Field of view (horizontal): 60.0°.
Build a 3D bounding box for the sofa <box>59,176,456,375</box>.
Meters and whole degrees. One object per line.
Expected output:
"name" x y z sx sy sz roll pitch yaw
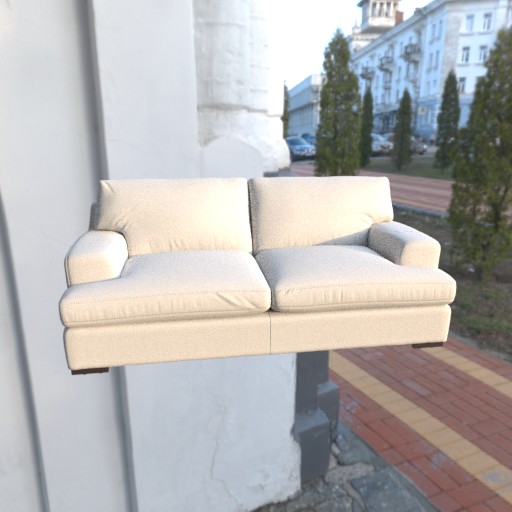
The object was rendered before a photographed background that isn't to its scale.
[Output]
"sofa" 0.000 0.000 2.872 2.261 0.940 1.143 -2 15 -9
